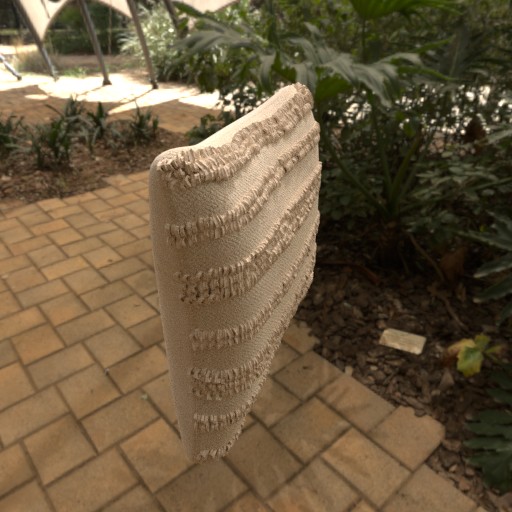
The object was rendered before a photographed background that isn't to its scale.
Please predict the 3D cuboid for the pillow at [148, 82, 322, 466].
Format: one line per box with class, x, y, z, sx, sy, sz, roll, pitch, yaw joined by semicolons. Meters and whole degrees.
pillow;0.000;0.000;0.648;0.145;0.427;0.437;11;32;17
